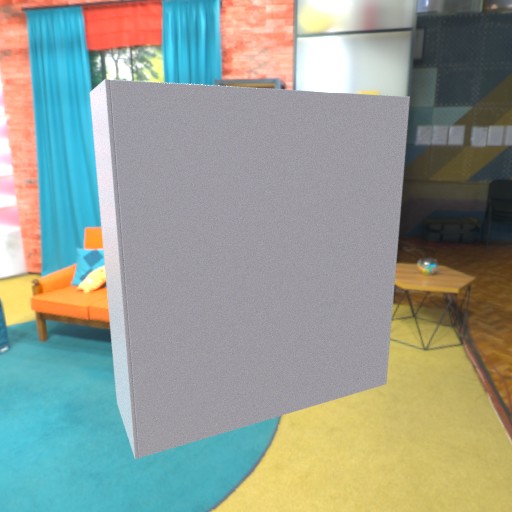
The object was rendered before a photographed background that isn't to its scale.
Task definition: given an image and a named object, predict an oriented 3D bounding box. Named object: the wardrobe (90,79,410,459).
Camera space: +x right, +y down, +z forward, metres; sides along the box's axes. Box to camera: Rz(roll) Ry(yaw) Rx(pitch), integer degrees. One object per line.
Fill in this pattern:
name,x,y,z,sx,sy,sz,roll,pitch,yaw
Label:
wardrobe,0.000,0.000,2.838,1.780,1.960,0.629,-7,16,-25
